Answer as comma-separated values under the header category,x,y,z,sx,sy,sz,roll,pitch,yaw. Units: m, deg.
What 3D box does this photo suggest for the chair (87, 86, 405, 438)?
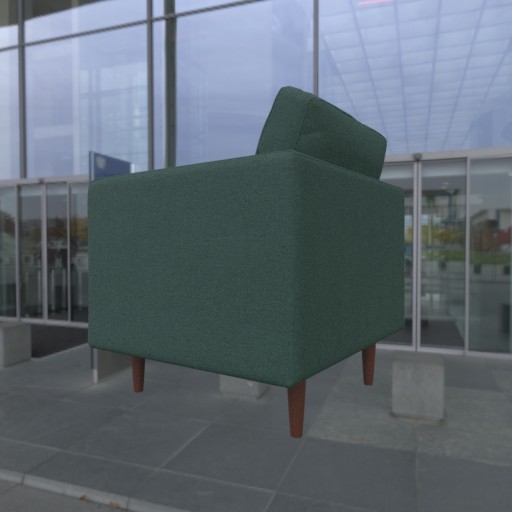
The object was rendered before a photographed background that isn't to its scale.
category,x,y,z,sx,sy,sz,roll,pitch,yaw
chair,0.000,0.000,1.548,0.800,0.927,0.855,1,2,35
